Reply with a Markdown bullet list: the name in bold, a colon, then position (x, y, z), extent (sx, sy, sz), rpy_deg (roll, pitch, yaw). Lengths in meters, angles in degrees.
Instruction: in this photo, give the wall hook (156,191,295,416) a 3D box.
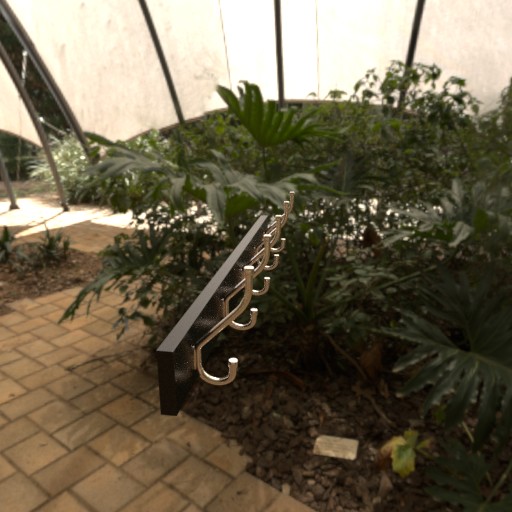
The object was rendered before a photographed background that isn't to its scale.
- **wall hook**: position (0.000, 0.000, 0.619), extent (0.071, 0.117, 0.571), rpy_deg (3, 16, 9)
